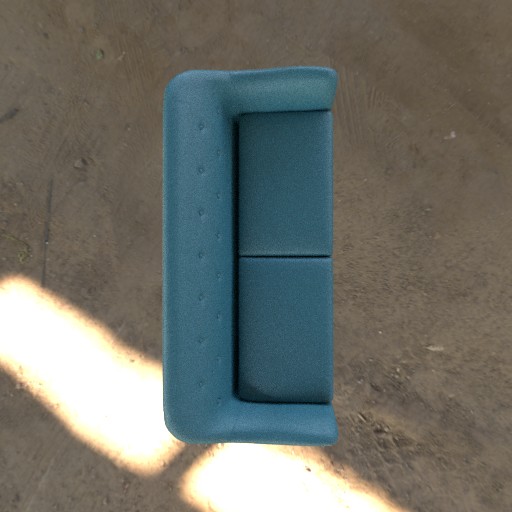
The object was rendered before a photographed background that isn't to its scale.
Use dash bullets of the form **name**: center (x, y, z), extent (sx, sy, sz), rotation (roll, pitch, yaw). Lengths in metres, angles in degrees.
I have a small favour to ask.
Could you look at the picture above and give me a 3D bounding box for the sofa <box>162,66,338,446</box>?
- **sofa**: center (0.000, 0.000, 2.313), extent (0.820, 0.836, 1.840), rotation (0, 90, 0)
